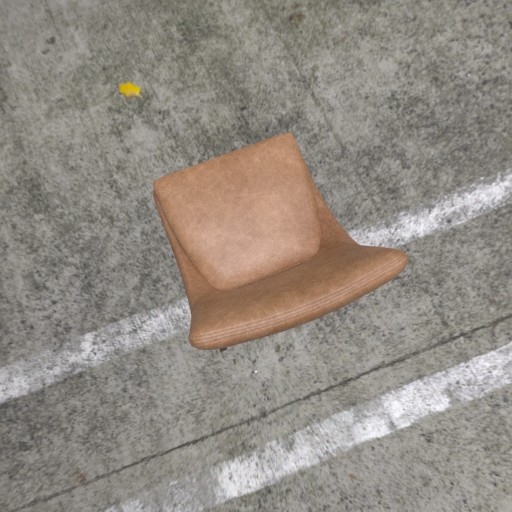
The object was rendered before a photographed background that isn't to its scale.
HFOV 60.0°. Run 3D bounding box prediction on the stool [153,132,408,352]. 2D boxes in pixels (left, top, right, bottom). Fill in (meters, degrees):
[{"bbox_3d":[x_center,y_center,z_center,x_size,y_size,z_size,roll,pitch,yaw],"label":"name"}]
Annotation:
[{"bbox_3d":[0.000,0.000,1.429,0.487,1.079,0.572,-21,76,-5],"label":"stool"}]
